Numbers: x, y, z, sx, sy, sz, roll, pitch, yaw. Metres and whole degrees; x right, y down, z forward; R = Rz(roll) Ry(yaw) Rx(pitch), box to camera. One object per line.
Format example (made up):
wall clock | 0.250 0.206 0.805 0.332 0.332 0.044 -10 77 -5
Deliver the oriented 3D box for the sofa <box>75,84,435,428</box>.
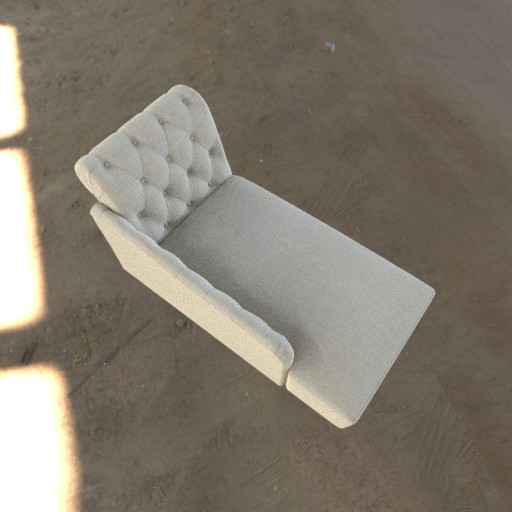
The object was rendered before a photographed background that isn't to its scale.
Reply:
sofa | 0.000 0.000 1.887 1.379 0.787 0.675 33 64 18
